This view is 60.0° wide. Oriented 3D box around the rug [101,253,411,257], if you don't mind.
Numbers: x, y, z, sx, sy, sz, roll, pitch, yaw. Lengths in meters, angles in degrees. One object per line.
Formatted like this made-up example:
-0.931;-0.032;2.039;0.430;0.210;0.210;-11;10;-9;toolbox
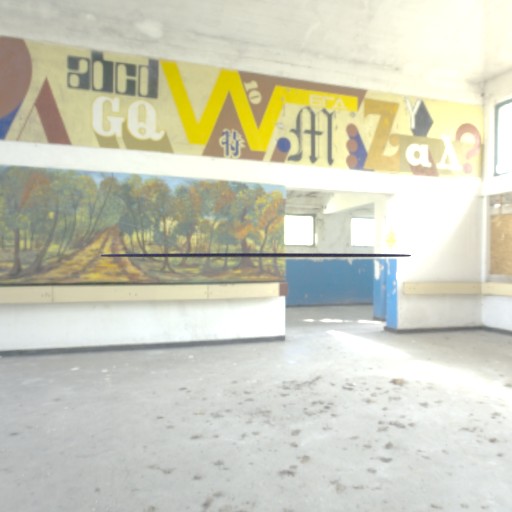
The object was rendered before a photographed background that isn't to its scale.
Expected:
0.000;0.000;3.606;2.386;0.014;2.386;0;0;0;rug
